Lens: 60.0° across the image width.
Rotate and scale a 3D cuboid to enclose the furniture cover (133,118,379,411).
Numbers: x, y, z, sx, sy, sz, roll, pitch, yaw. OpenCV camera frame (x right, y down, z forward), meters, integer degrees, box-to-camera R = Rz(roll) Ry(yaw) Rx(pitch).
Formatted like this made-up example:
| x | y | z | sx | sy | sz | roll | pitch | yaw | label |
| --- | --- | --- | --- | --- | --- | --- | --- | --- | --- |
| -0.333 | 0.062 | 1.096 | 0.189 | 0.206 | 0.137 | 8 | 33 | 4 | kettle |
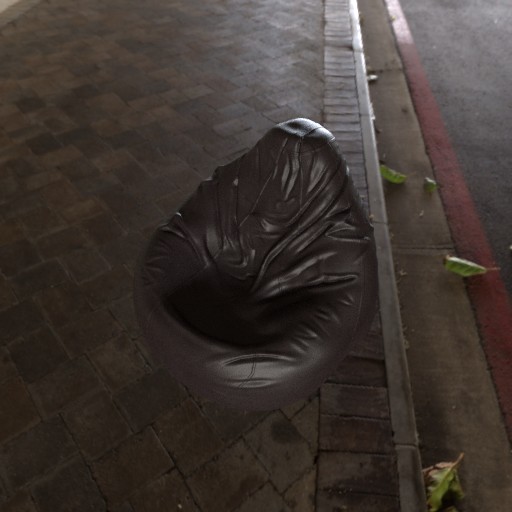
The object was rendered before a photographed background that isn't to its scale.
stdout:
| x | y | z | sx | sy | sz | roll | pitch | yaw | label |
| --- | --- | --- | --- | --- | --- | --- | --- | --- | --- |
| 0.000 | 0.000 | 1.979 | 1.070 | 0.990 | 1.070 | 30 | 53 | 26 | furniture cover |
